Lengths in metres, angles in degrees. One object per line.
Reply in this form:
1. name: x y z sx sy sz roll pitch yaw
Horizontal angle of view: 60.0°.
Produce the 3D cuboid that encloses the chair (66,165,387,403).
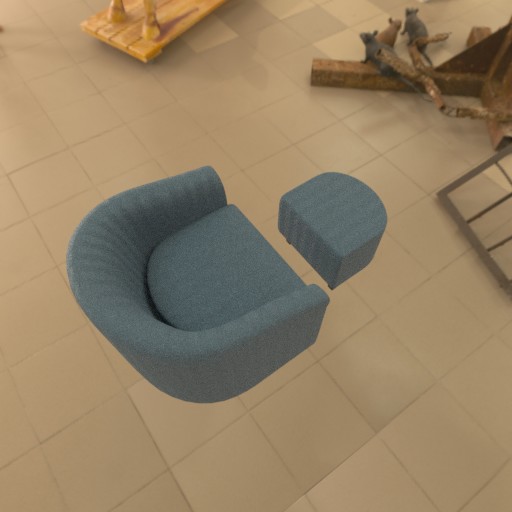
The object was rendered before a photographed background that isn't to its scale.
1. chair: 0.000 0.000 1.784 1.288 0.757 0.756 -31 63 -18
